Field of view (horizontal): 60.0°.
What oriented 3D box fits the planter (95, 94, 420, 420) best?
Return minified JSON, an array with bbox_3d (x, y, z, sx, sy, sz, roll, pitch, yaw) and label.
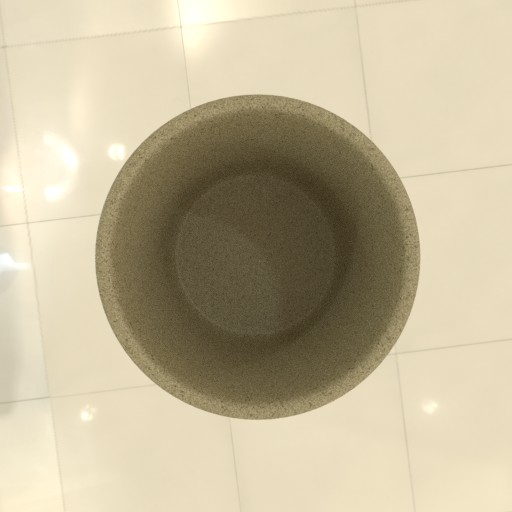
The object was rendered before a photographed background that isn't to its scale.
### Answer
[{"bbox_3d":[0.000,0.000,0.424,0.227,0.235,0.227,0,91,-1],"label":"planter"}]
